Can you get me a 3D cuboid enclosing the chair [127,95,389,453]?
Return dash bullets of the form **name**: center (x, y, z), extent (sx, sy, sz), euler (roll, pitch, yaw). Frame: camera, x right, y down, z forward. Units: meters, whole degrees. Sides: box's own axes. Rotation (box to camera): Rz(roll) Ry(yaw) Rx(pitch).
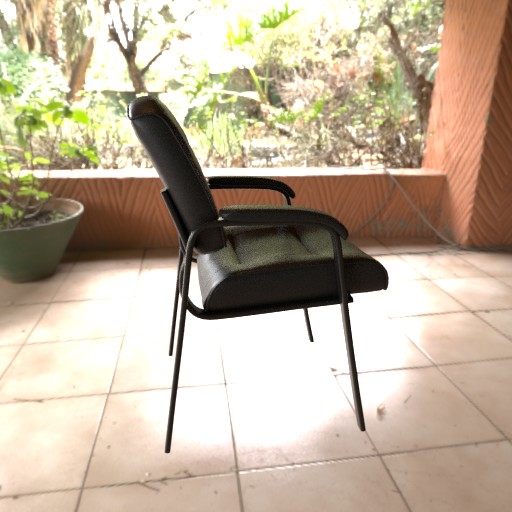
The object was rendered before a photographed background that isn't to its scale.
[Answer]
- **chair**: center (0.000, 0.000, 1.338), extent (0.668, 0.910, 0.591), euler (-3, 18, -9)
